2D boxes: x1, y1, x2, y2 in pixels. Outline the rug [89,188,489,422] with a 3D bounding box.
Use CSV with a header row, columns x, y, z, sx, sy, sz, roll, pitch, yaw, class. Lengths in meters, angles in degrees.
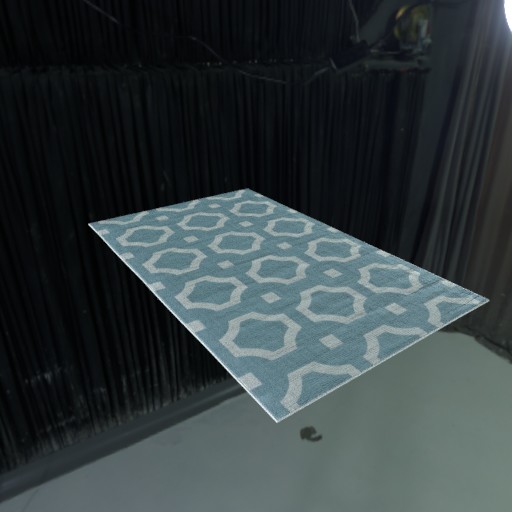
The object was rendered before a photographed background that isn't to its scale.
x,y,z,sx,sy,sz,roll,pitch,yaw,class
0.000,0.000,3.015,1.528,0.015,2.443,-18,32,-31,rug
